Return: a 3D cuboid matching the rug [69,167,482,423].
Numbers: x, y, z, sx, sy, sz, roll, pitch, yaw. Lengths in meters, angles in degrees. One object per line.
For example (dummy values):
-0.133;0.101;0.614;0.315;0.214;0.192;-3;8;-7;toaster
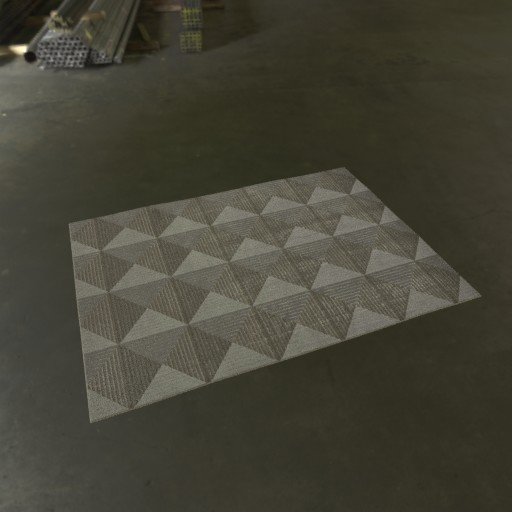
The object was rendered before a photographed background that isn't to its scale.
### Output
0.000;0.000;4.309;3.333;0.027;2.428;-14;43;-16;rug
